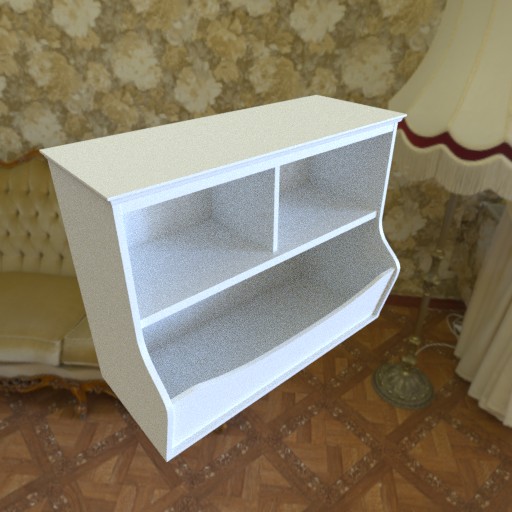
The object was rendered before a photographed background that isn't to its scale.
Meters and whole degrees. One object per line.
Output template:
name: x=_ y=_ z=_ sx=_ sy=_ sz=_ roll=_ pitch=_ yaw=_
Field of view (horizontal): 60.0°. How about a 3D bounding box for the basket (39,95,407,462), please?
basket: x=0.000 y=0.000 z=1.126 sx=0.792 sy=0.625 sz=0.376 roll=-24 pitch=39 yaw=-34
